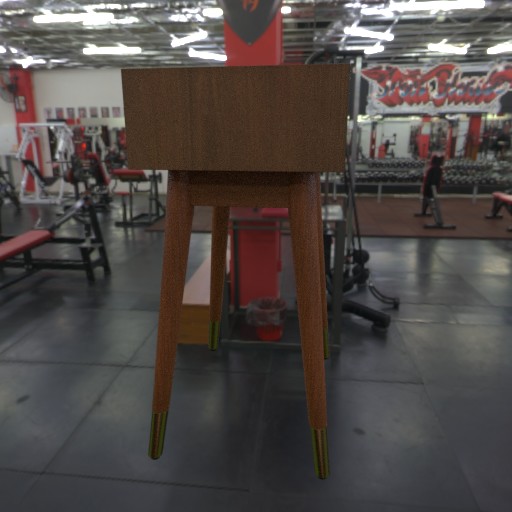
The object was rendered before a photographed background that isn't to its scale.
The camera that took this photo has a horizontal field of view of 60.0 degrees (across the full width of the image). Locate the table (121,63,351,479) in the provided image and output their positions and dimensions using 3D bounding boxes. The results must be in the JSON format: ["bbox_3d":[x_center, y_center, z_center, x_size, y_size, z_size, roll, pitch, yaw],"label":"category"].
[{"bbox_3d":[0.000,0.000,0.817,0.300,0.599,0.406,2,16,9],"label":"table"}]
